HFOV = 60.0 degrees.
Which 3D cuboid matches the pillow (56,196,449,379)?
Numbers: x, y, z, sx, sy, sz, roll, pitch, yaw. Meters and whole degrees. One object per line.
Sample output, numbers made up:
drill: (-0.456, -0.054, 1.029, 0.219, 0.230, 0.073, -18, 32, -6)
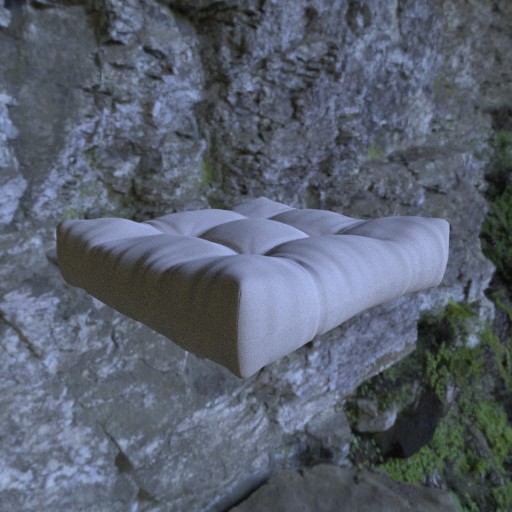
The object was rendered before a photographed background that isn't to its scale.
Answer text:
pillow: (0.000, 0.000, 0.737, 0.490, 0.128, 0.468, -14, 20, -43)
